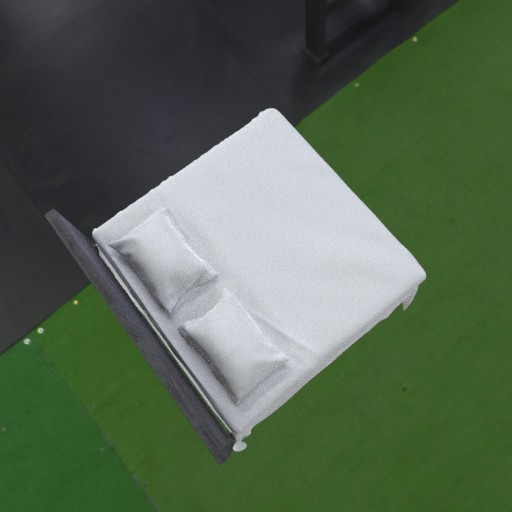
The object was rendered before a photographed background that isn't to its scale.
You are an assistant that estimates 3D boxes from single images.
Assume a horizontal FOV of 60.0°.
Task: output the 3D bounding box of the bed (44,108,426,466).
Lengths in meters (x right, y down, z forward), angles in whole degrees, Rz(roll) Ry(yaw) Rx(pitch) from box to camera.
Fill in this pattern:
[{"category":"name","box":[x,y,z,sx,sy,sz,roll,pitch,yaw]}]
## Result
[{"category":"bed","box":[0.000,0.000,3.562,2.165,1.158,2.255,-37,77,-10]}]
